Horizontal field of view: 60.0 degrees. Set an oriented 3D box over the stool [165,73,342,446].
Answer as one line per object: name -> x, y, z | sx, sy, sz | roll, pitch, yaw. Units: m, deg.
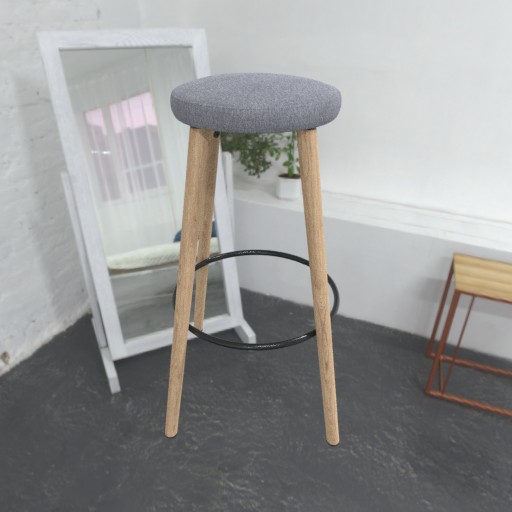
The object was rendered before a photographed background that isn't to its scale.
stool -> 0.000, 0.000, 1.015 | 0.410, 0.770, 0.410 | 2, 31, 3
